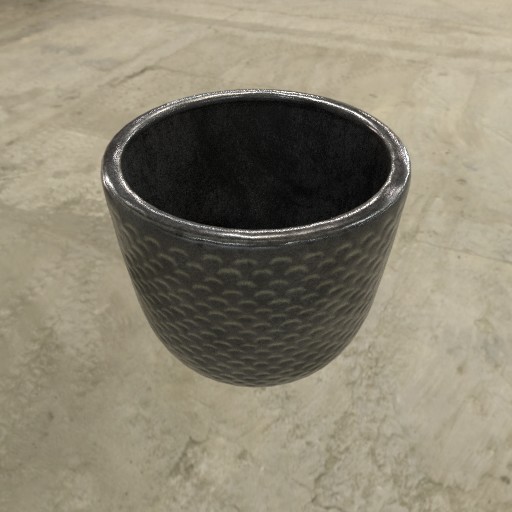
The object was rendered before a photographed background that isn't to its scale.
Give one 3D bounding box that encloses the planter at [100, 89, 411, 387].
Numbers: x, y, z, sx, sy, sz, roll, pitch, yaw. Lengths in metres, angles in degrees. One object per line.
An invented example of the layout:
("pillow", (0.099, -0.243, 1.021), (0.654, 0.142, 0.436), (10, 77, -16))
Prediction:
("planter", (0.000, 0.000, 0.348), (0.197, 0.191, 0.197), (0, 42, 0))
